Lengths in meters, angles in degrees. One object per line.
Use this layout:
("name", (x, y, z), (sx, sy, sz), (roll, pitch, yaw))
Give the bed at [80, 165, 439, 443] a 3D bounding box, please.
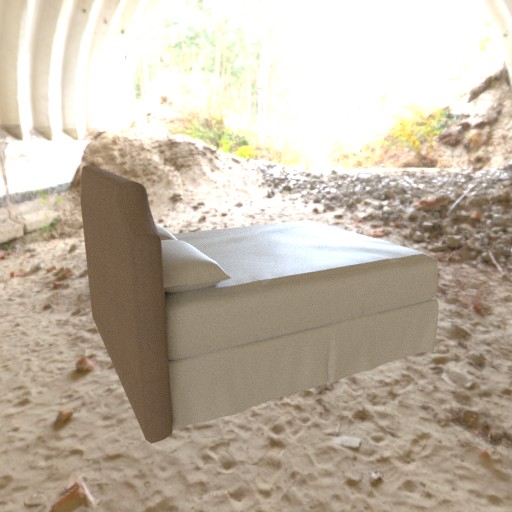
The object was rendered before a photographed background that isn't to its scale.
("bed", (0.000, 0.000, 3.280), (2.164, 1.303, 1.828), (-8, 17, -27))
